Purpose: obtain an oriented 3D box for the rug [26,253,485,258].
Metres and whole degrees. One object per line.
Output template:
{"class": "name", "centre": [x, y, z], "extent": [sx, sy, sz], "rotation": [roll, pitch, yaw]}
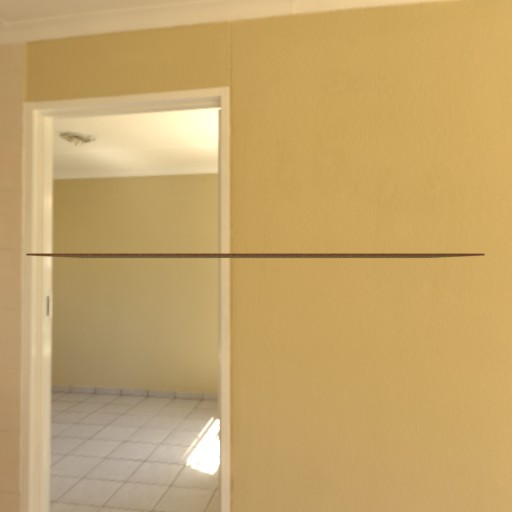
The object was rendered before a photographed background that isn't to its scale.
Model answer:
{"class": "rug", "centre": [0.000, 0.000, 2.734], "extent": [2.448, 0.012, 0.769], "rotation": [0, -1, 0]}
